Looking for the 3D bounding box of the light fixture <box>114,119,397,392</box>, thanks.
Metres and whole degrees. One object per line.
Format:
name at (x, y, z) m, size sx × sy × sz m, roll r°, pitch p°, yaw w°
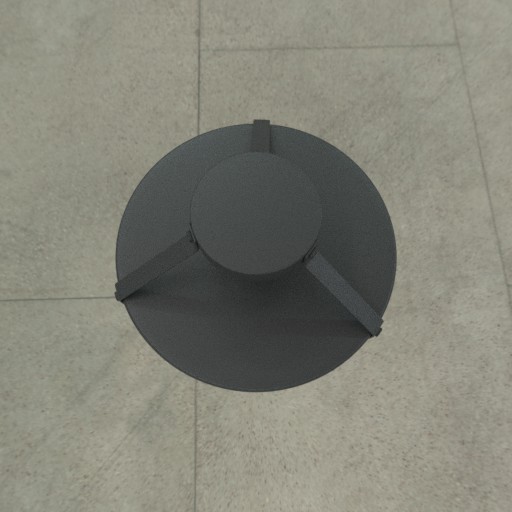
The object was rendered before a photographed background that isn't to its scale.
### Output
light fixture at (0.000, 0.000, 0.514) m, size 0.304 × 0.269 × 0.304 m, roll 0°, pitch 73°, yaw 0°
